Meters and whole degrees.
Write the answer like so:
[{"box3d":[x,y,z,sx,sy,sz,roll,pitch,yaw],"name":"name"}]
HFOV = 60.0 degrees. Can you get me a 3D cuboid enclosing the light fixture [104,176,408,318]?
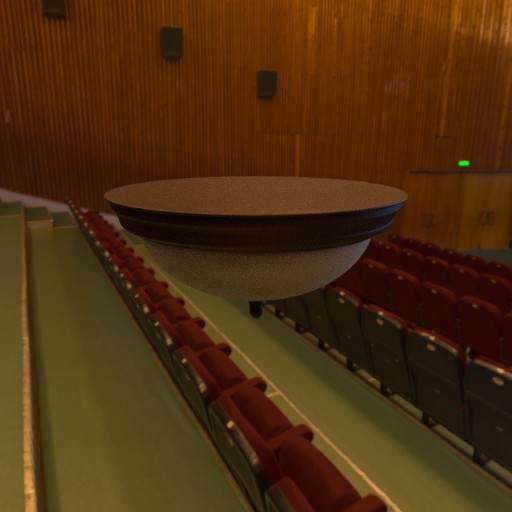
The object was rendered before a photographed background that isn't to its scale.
[{"box3d":[0.000,0.000,0.448,0.280,0.135,0.280,0,15,0],"name":"light fixture"}]
